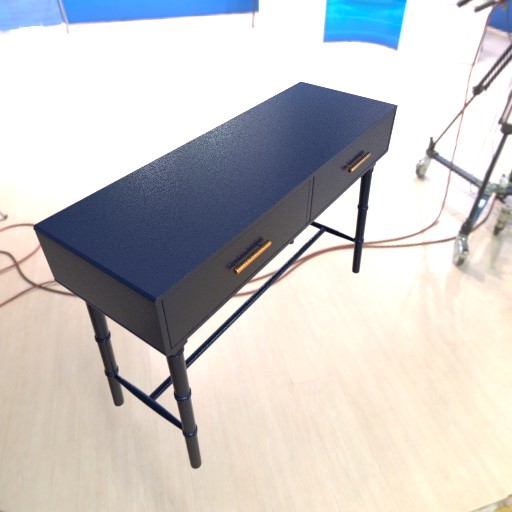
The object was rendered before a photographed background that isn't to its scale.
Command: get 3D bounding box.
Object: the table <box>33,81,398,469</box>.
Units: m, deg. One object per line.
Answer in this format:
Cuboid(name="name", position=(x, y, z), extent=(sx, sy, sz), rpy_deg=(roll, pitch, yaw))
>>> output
Cuboid(name="table", position=(0.000, 0.000, 1.467), extent=(0.399, 0.749, 1.118), rpy_deg=(26, 47, 27))
